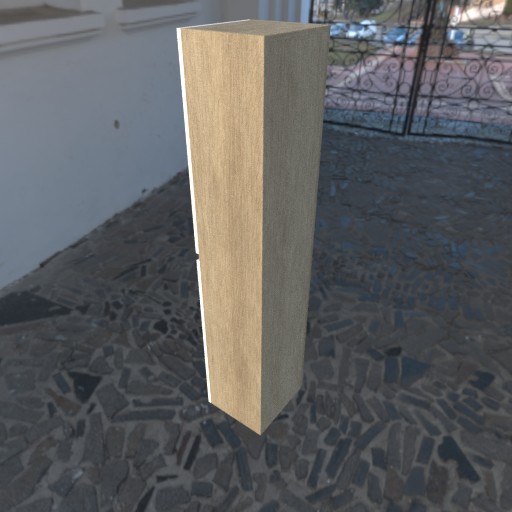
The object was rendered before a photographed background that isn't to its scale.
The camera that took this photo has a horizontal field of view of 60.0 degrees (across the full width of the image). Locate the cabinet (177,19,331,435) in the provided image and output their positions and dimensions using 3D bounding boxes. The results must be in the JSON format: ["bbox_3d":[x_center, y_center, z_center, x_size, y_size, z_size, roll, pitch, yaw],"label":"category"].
[{"bbox_3d":[0.000,0.000,1.516,0.270,1.400,0.300,22,39,30],"label":"cabinet"}]
